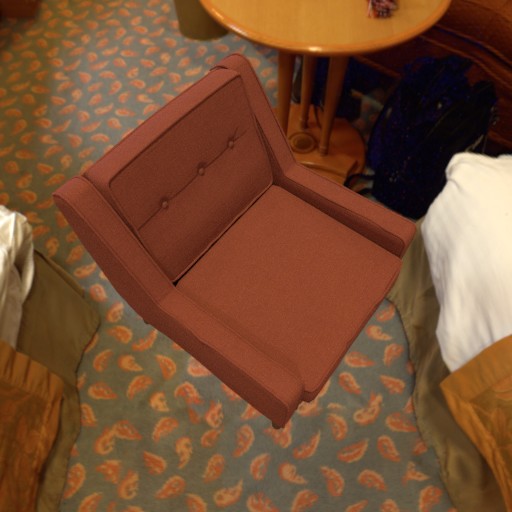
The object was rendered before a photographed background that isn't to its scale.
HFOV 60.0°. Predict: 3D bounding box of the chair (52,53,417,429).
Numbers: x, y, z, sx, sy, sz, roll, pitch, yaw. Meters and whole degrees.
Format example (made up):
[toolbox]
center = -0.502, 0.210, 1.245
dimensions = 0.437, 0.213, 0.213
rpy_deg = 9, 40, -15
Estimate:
[chair]
center = 0.000, 0.000, 1.373
dimensions = 0.770, 0.812, 0.680
rpy_deg = 34, 65, 18
